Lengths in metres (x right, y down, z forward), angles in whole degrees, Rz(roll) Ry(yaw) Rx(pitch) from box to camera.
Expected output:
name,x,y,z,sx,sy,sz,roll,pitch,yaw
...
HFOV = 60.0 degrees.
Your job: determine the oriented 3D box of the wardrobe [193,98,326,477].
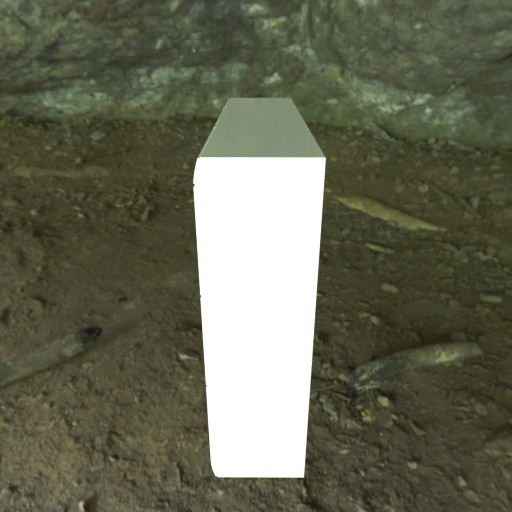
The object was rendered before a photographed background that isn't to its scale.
name,x,y,z,sx,sy,sz,roll,pitch,yaw
wardrobe,0.000,0.000,1.988,0.360,1.200,1.340,0,26,0
